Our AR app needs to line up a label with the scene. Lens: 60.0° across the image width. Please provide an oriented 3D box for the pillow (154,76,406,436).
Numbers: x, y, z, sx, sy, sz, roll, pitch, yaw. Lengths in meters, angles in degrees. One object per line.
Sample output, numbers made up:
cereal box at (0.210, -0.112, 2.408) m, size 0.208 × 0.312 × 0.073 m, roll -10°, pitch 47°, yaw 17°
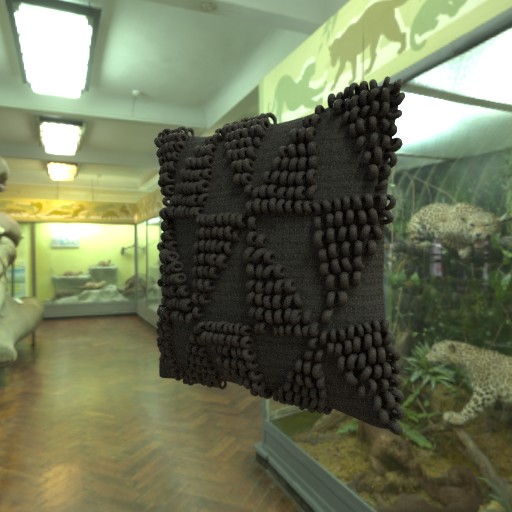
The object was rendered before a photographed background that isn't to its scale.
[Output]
pillow at (0.000, 0.000, 0.701) m, size 0.470 × 0.467 × 0.172 m, roll 0°, pitch 0°, yaw 36°
